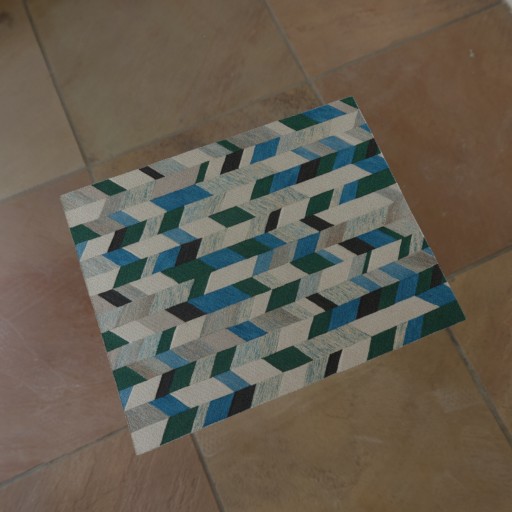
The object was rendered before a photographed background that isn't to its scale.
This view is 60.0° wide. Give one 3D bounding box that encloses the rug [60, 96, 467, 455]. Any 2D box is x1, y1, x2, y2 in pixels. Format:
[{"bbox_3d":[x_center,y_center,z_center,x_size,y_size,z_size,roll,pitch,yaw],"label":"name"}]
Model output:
[{"bbox_3d":[0.000,0.000,4.039,3.036,0.008,2.440,-21,76,-5],"label":"rug"}]
